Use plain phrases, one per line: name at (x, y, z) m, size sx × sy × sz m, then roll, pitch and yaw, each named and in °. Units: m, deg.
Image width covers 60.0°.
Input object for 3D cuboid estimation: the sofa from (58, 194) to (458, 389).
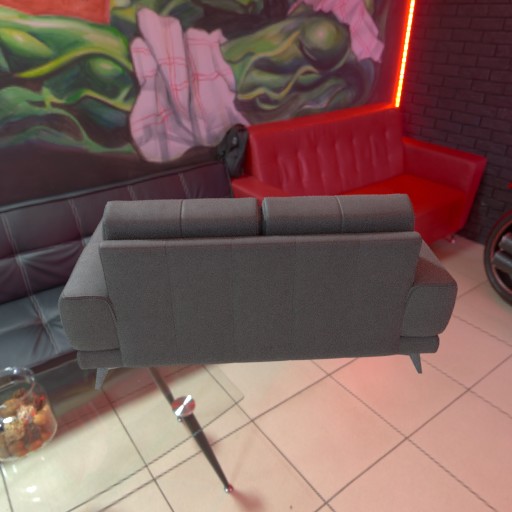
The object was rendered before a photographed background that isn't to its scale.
sofa at (0.000, 0.000, 2.395) m, size 1.806 × 0.907 × 1.018 m, roll -2°, pitch 29°, yaw -3°
